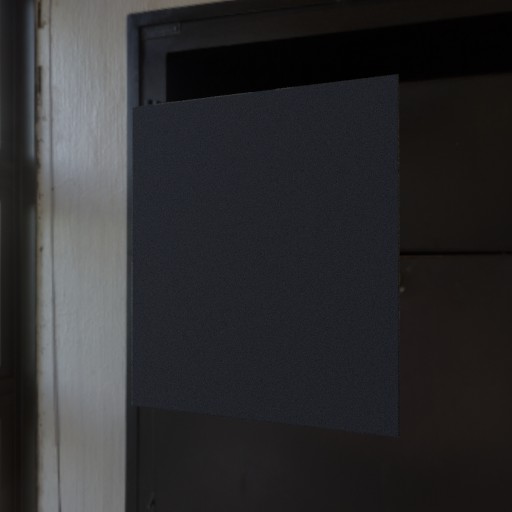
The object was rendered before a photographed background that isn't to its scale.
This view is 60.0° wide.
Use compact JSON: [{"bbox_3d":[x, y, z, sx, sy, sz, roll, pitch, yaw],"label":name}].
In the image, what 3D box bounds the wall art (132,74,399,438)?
[{"bbox_3d":[0.000,0.000,0.708,0.435,0.511,0.037,0,0,18],"label":"wall art"}]
